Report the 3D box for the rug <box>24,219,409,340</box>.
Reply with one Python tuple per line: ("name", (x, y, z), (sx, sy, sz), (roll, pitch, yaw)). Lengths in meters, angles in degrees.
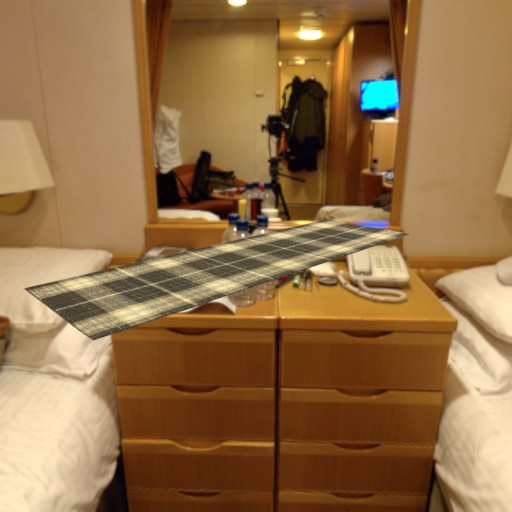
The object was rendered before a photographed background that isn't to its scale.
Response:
("rug", (0.000, 0.000, 2.716), (2.434, 0.012, 0.760), (-15, 22, -42))
